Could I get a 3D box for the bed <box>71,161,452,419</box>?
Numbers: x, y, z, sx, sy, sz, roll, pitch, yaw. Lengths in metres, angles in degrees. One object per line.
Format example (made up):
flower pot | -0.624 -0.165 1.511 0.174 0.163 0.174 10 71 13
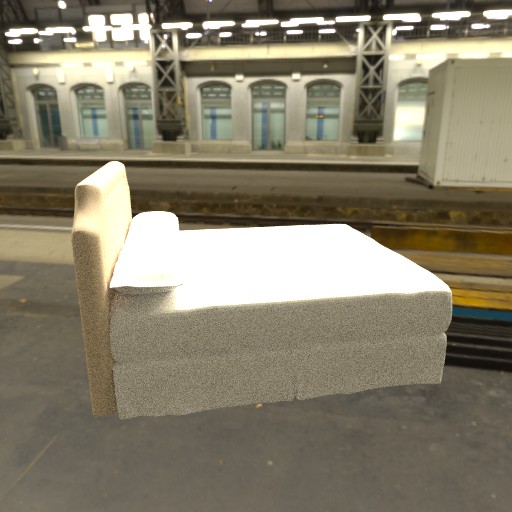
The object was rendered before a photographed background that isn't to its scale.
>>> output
bed | 0.000 0.000 3.853 2.548 1.524 2.134 -3 17 -10
